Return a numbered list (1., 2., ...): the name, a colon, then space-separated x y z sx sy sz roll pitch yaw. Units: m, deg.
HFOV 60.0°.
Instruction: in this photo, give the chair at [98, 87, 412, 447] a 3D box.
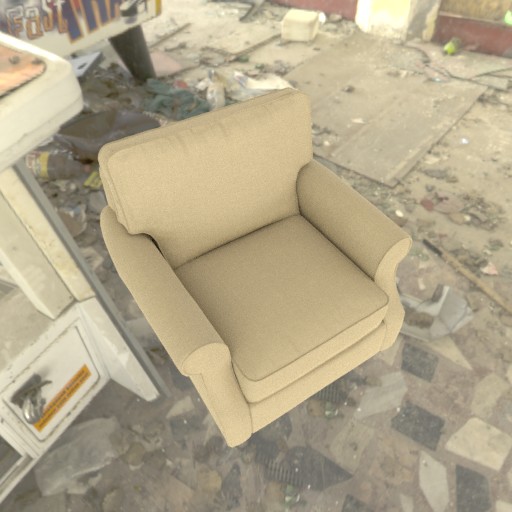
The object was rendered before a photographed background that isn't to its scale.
1. chair: 0.000 0.000 1.798 1.029 0.967 0.966 -25 52 -22
